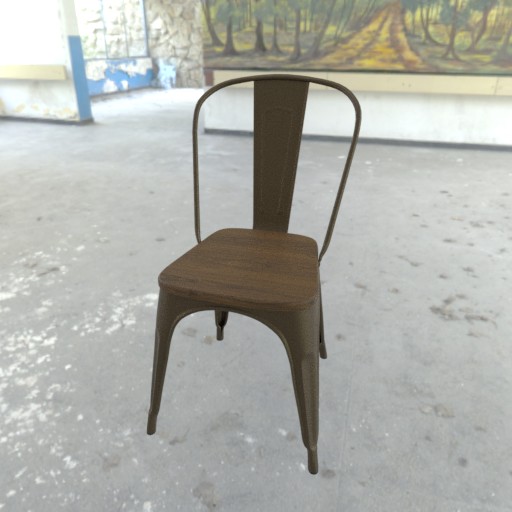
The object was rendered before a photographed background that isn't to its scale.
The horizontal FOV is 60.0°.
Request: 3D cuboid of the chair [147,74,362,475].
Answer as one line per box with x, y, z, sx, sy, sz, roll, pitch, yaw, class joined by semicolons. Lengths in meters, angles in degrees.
0.000;0.000;1.148;0.451;0.844;0.532;7;27;14;chair
